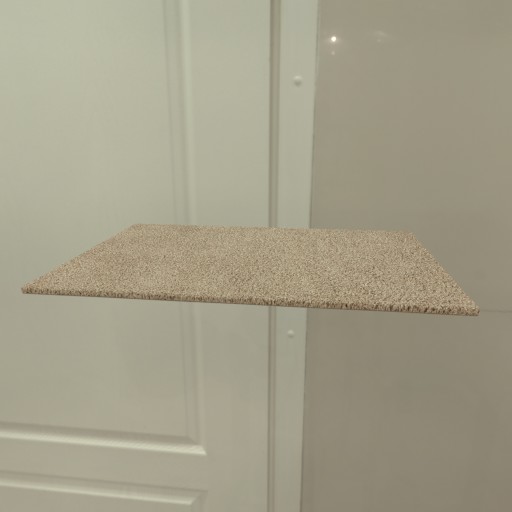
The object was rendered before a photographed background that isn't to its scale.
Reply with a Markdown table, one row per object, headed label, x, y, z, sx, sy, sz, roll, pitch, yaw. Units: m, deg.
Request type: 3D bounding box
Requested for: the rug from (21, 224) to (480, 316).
| label | x | y | z | sx | sy | sz | roll | pitch | yaw |
| --- | --- | --- | --- | --- | --- | --- | --- | --- | --- |
| rug | 0.000 | 0.000 | 2.268 | 1.778 | 0.030 | 1.219 | 2 | 17 | 7 |
